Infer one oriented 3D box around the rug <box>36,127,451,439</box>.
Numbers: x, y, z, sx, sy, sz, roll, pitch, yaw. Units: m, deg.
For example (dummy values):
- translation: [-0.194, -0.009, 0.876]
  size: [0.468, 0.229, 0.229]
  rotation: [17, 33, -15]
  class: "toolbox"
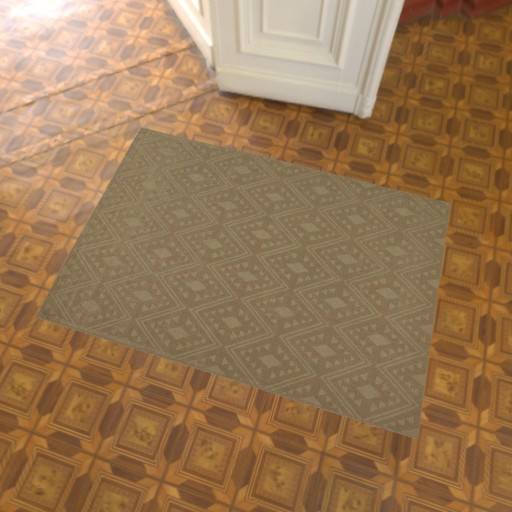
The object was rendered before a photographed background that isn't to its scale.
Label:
- translation: [0.000, 0.000, 2.268]
  size: [1.829, 0.034, 1.252]
  rotation: [16, 65, 8]
  class: "rug"
